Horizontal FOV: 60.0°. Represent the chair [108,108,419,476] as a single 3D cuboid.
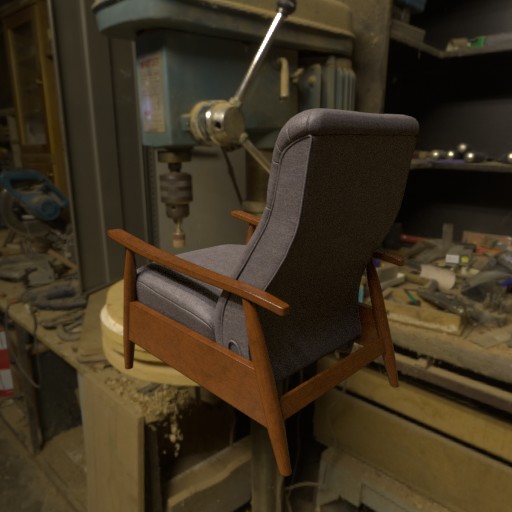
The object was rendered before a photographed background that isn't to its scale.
[{"bbox_3d":[0.000,0.000,1.798,1.014,1.081,0.762,14,20,42],"label":"chair"}]
